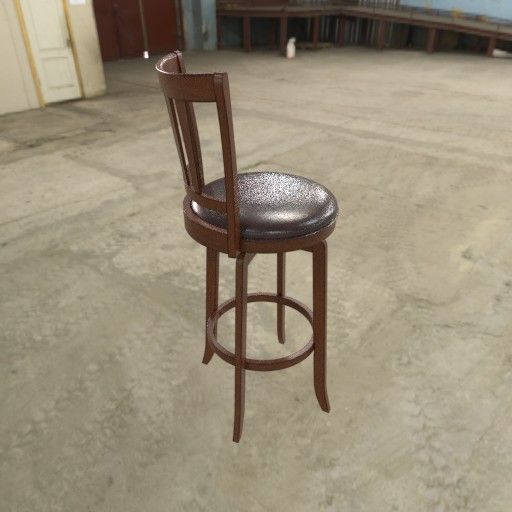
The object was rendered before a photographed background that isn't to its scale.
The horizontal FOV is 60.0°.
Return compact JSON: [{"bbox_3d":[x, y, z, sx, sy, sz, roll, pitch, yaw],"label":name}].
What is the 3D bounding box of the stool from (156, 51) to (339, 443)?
[{"bbox_3d":[0.000,0.000,1.428,0.503,1.177,0.464,-11,32,-18],"label":"stool"}]
